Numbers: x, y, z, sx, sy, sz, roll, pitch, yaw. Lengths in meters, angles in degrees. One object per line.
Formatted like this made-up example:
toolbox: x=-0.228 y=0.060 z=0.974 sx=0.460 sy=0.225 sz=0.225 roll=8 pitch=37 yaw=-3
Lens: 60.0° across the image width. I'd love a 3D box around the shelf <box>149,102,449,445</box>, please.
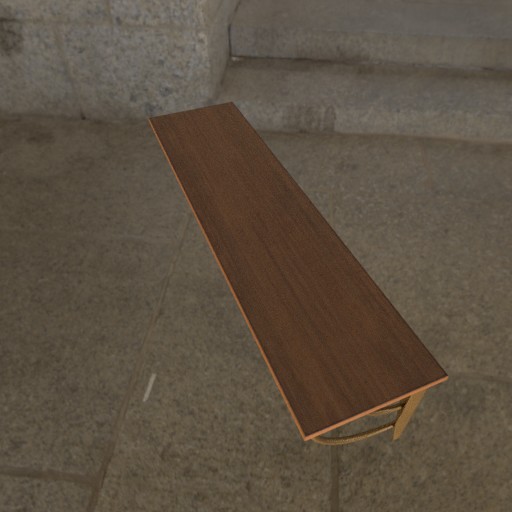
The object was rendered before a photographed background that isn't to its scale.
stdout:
shelf: x=0.000 y=0.000 z=0.705 sx=0.166 sy=0.190 sz=0.636 roll=-17 pitch=48 yaw=-15
